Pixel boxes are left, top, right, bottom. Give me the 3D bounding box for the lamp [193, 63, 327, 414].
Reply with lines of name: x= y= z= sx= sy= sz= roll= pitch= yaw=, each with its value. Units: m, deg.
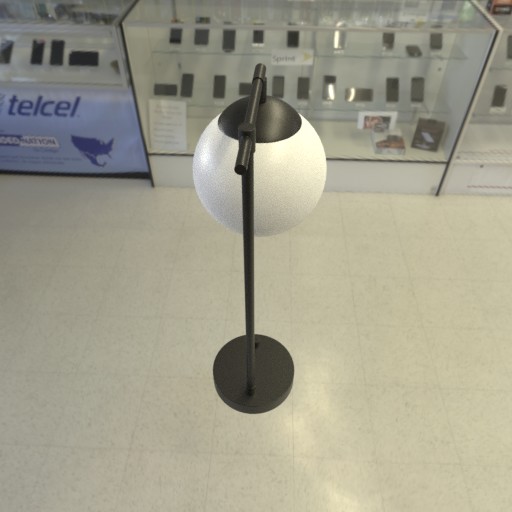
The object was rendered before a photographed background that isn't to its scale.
lamp: x=0.000 y=0.000 z=0.702 sx=0.197 sy=0.559 sz=0.316 roll=4 pitch=45 yaw=4
